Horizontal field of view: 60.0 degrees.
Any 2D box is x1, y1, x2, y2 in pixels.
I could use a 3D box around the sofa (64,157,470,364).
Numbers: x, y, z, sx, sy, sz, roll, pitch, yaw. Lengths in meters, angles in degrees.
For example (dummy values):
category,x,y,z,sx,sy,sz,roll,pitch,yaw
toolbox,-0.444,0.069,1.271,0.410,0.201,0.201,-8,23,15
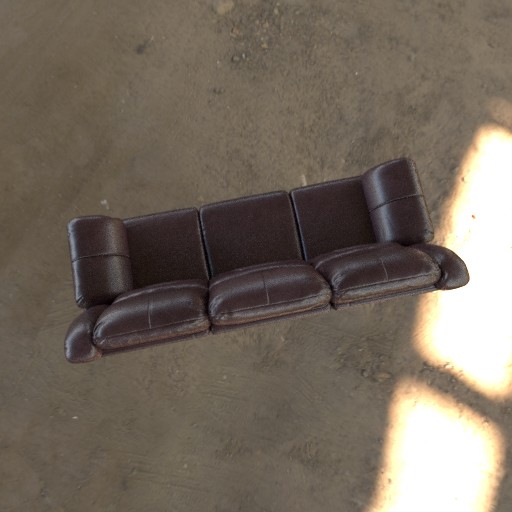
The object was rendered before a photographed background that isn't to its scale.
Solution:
category,x,y,z,sx,sy,sz,roll,pitch,yaw
sofa,0.000,0.000,2.893,2.337,1.043,0.991,-11,76,-3
